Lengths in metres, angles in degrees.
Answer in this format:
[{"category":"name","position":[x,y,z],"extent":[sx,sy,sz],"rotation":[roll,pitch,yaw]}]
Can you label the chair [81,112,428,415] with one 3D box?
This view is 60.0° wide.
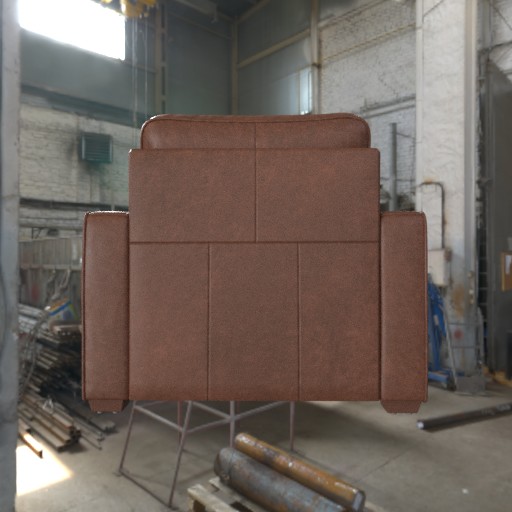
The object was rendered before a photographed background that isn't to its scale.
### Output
[{"category":"chair","position":[0.000,0.000,1.717],"extent":[1.017,0.919,0.940],"rotation":[0,0,1]}]
